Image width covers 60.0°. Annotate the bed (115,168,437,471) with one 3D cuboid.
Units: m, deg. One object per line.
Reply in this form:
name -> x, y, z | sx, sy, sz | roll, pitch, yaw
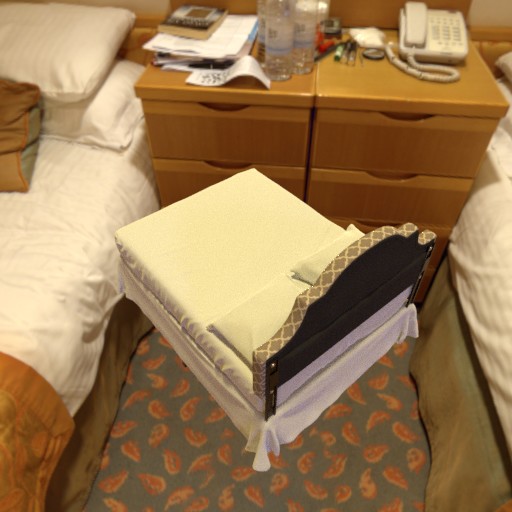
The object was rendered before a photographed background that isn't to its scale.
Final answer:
bed -> 0.000, 0.000, 3.505 | 1.780, 1.633, 2.222 | -30, 52, -27
